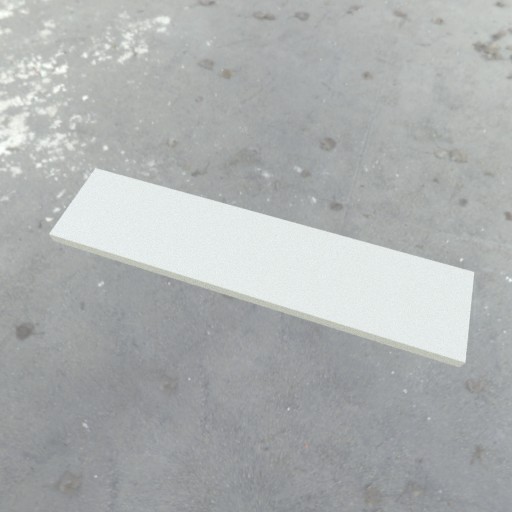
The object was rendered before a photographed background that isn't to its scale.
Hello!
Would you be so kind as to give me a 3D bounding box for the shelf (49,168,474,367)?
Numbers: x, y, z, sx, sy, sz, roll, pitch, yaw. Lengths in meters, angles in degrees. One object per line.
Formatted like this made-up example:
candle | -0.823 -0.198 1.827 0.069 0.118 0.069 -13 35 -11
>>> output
shelf | 0.000 0.000 0.657 0.610 0.020 0.140 16 60 10
